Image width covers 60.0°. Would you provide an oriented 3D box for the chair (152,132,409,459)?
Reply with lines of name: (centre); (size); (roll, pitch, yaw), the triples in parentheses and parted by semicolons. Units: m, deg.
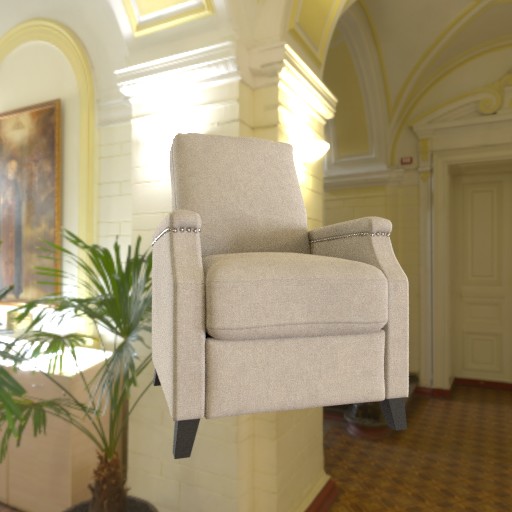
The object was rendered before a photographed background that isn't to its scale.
chair: (0.000, 0.000, 1.626); (0.710, 1.049, 0.922); (0, -1, -17)
